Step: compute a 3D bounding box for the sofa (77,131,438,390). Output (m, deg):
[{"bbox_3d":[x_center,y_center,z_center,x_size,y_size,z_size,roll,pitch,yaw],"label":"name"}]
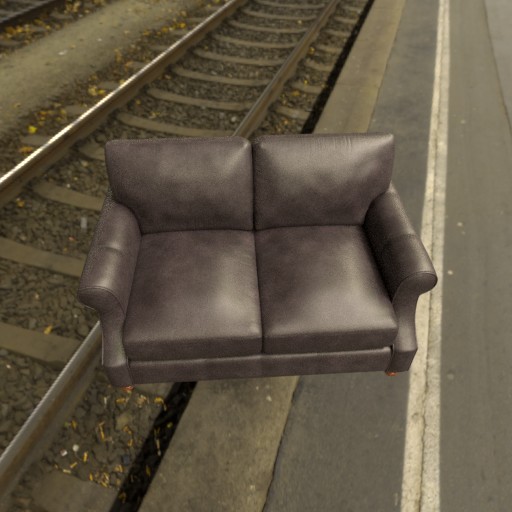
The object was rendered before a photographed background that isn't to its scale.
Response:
[{"bbox_3d":[0.000,0.000,2.351,1.663,0.979,1.030,-2,44,-2],"label":"sofa"}]
